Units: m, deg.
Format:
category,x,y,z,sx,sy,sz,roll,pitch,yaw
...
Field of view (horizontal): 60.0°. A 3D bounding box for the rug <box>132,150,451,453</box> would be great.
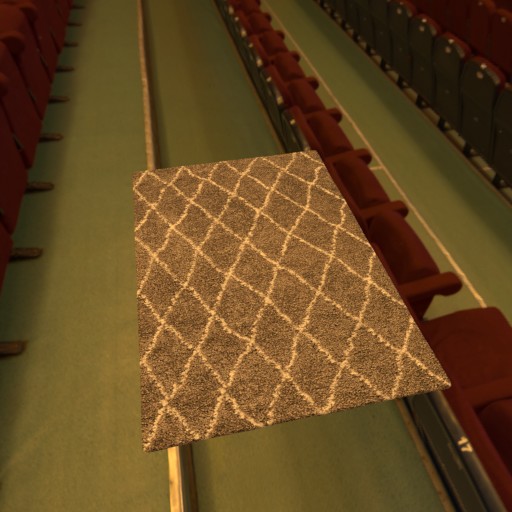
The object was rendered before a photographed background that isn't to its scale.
category,x,y,z,sx,sy,sz,roll,pitch,yaw
rug,0.000,0.000,2.293,1.219,0.030,1.778,-9,46,-9
